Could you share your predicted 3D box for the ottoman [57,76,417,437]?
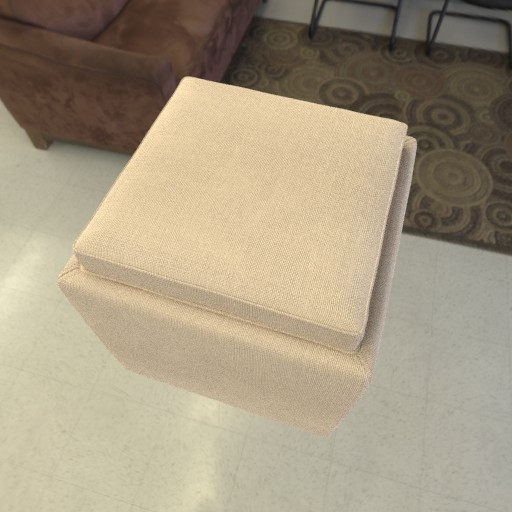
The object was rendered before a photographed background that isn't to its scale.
[{"bbox_3d":[0.000,0.000,0.804,0.451,0.460,0.450,16,59,10],"label":"ottoman"}]
